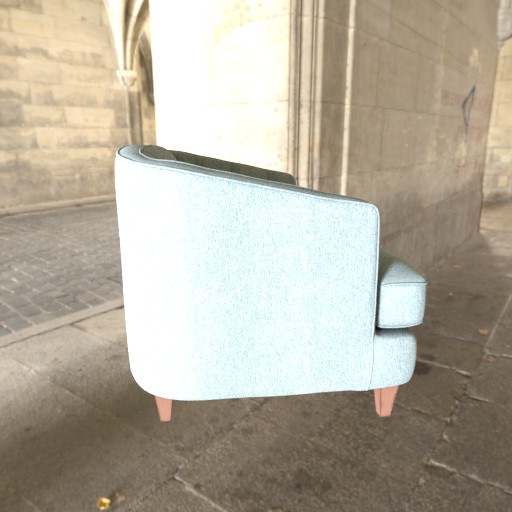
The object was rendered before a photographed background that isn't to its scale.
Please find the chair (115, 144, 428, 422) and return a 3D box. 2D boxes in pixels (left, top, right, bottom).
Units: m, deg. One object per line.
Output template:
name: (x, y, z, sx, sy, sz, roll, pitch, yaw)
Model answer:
chair: (0.000, 0.000, 1.747, 0.945, 0.852, 1.094, -2, 15, -8)
